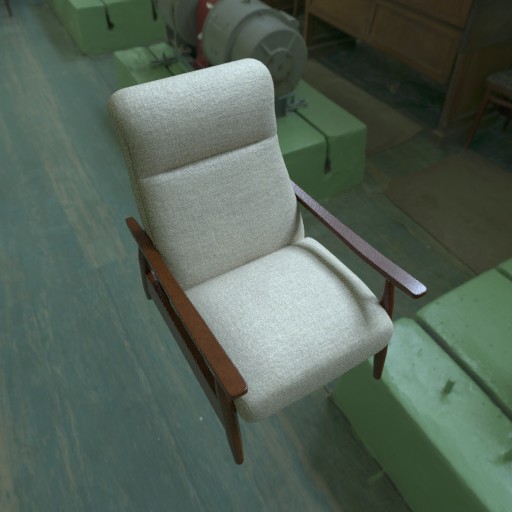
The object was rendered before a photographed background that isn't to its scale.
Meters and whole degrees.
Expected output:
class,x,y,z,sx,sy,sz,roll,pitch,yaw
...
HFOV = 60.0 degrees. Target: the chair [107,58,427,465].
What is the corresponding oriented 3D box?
class,x,y,z,sx,sy,sz,roll,pitch,yaw
chair,0.000,0.000,1.723,0.762,1.082,1.014,-23,51,-21
